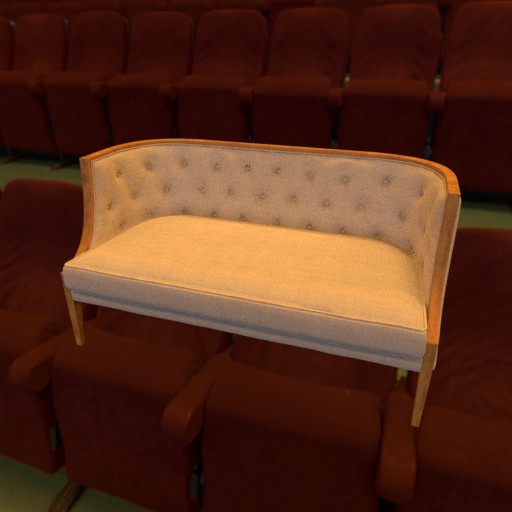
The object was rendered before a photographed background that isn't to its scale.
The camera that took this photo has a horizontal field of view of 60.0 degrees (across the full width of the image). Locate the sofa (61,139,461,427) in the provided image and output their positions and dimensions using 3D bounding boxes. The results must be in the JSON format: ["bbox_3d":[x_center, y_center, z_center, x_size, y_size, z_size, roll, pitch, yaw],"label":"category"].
[{"bbox_3d":[0.000,0.000,1.876,1.474,0.775,0.770,9,27,17],"label":"sofa"}]
